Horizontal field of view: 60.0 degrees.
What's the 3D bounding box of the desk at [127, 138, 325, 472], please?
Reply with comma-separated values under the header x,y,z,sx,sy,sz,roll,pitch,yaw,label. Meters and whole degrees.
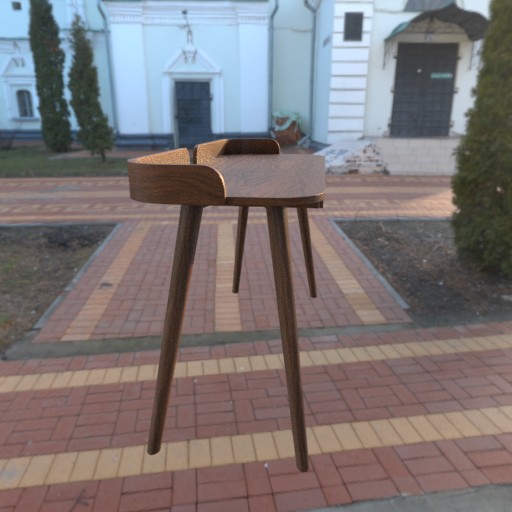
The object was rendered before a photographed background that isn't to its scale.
x,y,z,sx,sy,sz,roll,pitch,yaw,label
0.000,0.000,1.673,0.486,0.800,1.256,3,18,8,desk
